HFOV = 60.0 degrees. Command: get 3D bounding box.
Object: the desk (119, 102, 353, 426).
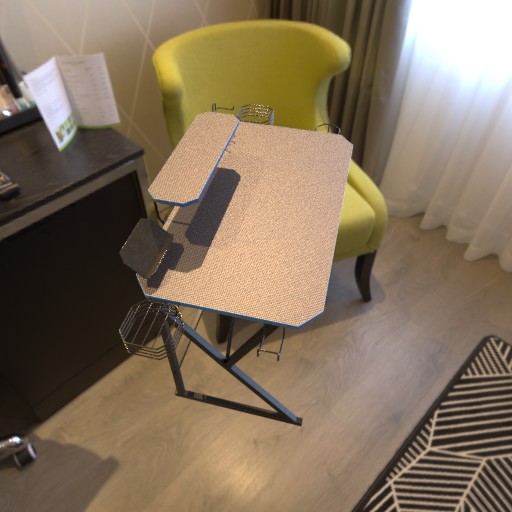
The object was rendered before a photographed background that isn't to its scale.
[{"bbox_3d":[0.000,0.000,1.767,0.594,0.909,1.295,10,48,10],"label":"desk"}]
